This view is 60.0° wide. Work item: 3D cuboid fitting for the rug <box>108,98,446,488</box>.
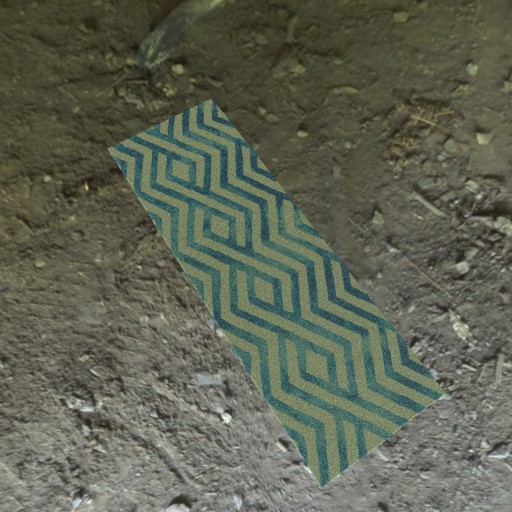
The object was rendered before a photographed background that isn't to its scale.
[{"bbox_3d":[0.000,0.000,1.637,0.503,0.007,1.492,-30,69,-13],"label":"rug"}]
